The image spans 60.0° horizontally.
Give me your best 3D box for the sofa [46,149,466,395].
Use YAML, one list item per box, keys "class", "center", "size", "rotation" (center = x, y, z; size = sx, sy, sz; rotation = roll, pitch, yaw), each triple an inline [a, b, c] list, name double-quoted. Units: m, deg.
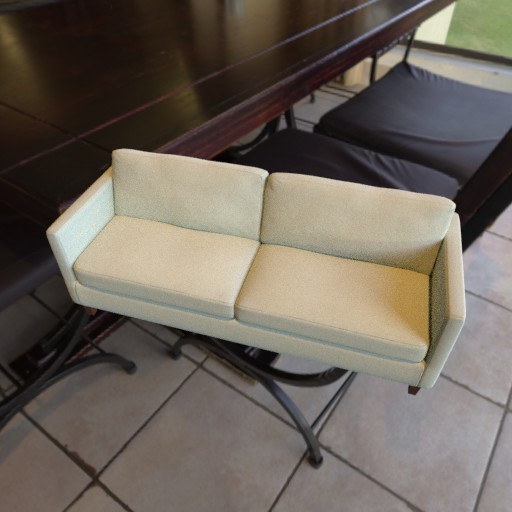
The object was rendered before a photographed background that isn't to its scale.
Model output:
- class: "sofa"
  center: [0.000, 0.000, 2.918]
  size: [2.434, 0.965, 0.948]
  rotation: [11, 43, 12]
